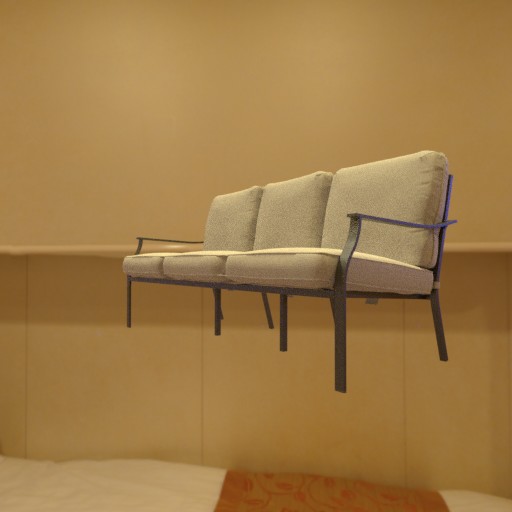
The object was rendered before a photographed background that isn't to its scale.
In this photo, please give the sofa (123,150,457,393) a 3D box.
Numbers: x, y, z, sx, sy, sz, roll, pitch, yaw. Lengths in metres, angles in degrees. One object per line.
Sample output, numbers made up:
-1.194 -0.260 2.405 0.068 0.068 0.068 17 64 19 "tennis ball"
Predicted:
0.000 0.000 2.244 0.787 0.860 1.740 1 -1 -38 "sofa"
